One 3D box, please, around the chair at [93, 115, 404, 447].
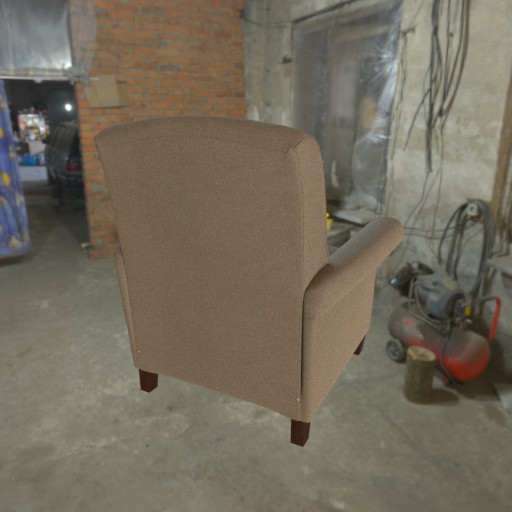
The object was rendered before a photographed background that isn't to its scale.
[{"bbox_3d":[0.000,0.000,1.771,0.978,1.061,0.905,9,19,27],"label":"chair"}]
